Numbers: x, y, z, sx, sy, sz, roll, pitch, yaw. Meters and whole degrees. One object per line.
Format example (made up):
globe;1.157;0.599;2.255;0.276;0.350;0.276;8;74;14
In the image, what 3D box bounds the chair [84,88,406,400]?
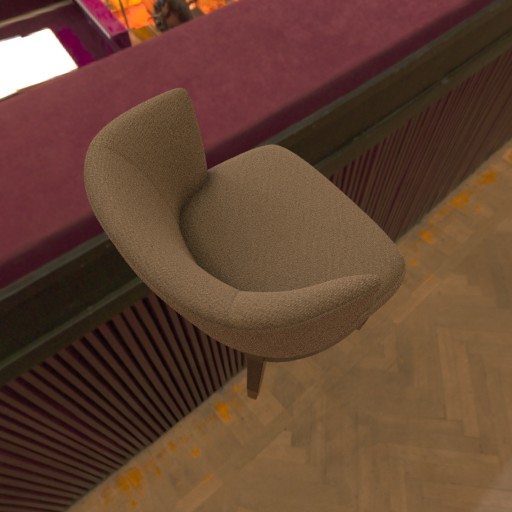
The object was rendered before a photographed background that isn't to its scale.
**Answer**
chair;0.000;0.000;1.232;0.660;0.760;0.700;-33;64;-19
